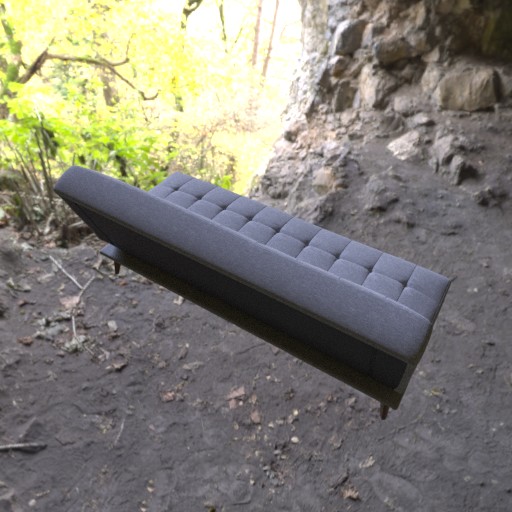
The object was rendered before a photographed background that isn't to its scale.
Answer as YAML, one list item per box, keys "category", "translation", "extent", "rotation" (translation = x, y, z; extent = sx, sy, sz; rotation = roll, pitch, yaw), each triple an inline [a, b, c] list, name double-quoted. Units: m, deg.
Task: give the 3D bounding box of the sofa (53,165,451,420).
- category: "sofa"
  translation: [0.000, 0.000, 2.267]
  extent: [1.800, 0.810, 0.860]
  rotation: [24, 50, 22]
